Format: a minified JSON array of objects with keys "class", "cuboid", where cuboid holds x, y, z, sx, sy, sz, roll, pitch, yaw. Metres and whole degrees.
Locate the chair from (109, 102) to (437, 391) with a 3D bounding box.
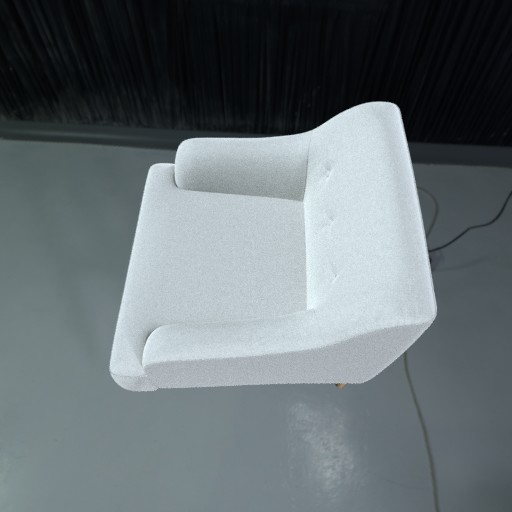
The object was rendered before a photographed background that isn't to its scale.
[{"class":"chair","cuboid":[0.000,0.000,1.646,0.951,0.818,0.946,2,60,1]}]
